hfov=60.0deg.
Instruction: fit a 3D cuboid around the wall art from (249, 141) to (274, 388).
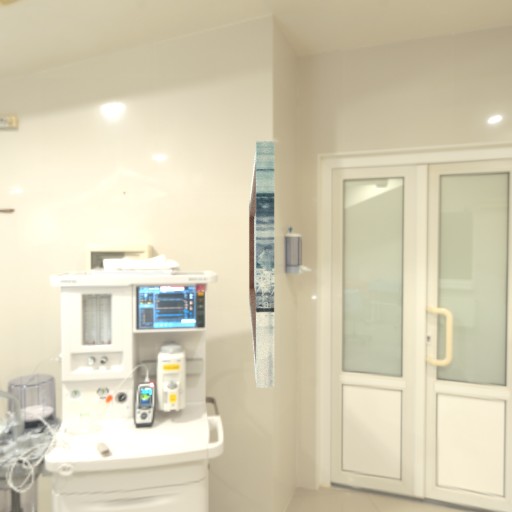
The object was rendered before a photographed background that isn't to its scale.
[{"bbox_3d":[0.000,0.000,1.672,0.037,0.509,1.524,0,1,-1],"label":"wall art"}]
